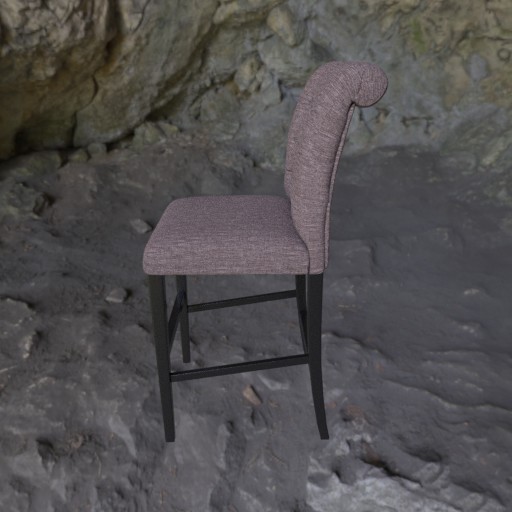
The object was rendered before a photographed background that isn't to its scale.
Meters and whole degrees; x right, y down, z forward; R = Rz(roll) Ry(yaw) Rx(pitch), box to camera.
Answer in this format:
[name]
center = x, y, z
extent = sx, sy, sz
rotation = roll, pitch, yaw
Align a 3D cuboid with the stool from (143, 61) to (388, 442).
[stool]
center = 0.000, 0.000, 1.406
extent = 0.613, 1.131, 0.452
rotation = 0, 24, -1
